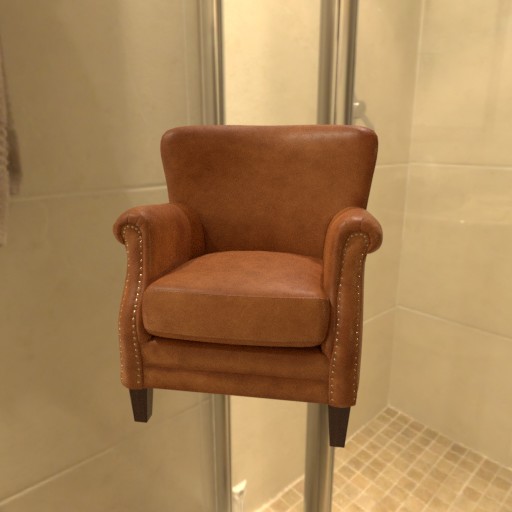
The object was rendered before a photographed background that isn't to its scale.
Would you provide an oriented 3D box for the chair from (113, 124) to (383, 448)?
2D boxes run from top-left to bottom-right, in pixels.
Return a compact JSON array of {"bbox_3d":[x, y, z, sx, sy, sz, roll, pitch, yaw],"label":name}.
[{"bbox_3d":[0.000,0.000,1.620,0.861,0.936,0.921,2,15,9],"label":"chair"}]
